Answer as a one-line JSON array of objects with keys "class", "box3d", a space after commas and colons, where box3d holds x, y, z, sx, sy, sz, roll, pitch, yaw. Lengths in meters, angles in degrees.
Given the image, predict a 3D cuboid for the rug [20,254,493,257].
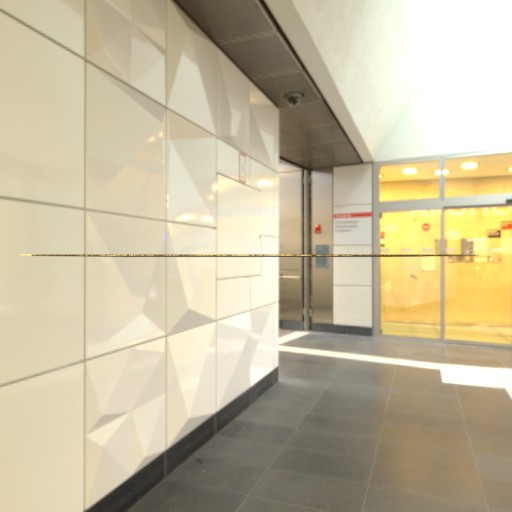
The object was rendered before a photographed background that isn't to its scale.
[{"class": "rug", "box3d": [0.000, 0.000, 3.023, 2.440, 0.010, 1.529, 0, 0, 1]}]
